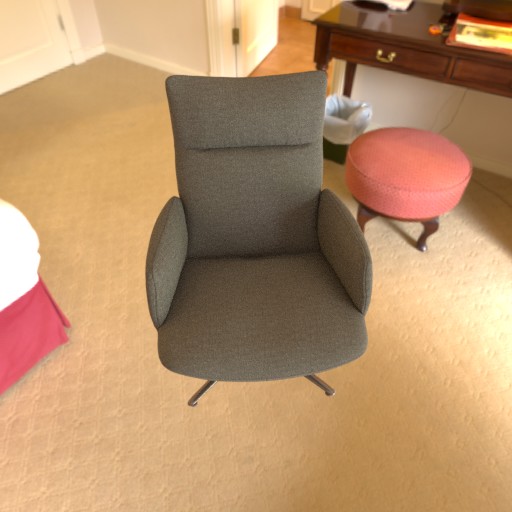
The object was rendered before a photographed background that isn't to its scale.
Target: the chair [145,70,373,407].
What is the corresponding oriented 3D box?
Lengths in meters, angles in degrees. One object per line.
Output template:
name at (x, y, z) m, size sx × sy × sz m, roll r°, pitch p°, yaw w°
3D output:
chair at (0.000, 0.000, 1.542) m, size 0.702 × 0.984 × 0.831 m, roll -3°, pitch 45°, yaw -3°
